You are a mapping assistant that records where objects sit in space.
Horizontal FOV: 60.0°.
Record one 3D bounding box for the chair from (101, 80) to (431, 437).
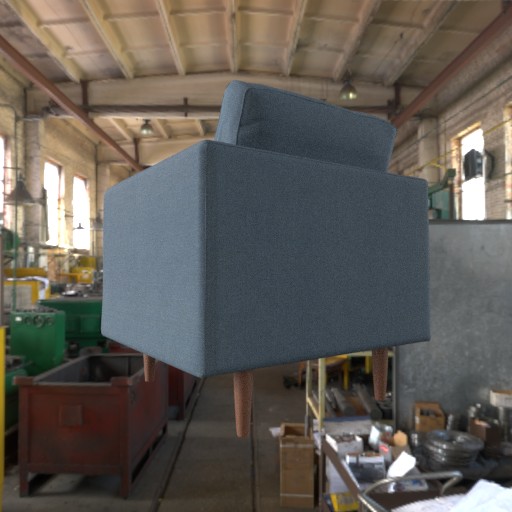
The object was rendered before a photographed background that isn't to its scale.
[{"bbox_3d":[0.000,0.000,1.541,0.855,0.922,0.820,1,-1,-35],"label":"chair"}]
